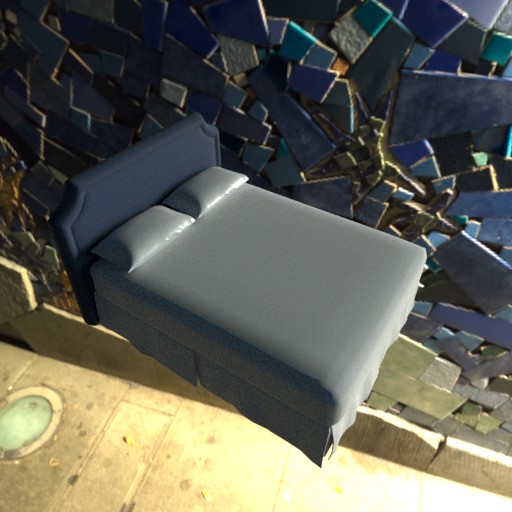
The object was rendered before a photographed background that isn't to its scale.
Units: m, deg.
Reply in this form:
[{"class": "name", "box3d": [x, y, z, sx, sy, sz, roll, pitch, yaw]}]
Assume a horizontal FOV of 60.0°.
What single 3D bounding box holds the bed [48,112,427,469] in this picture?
[{"class": "bed", "box3d": [0.000, 0.000, 3.402, 2.260, 1.297, 1.831, 24, 46, 25]}]
